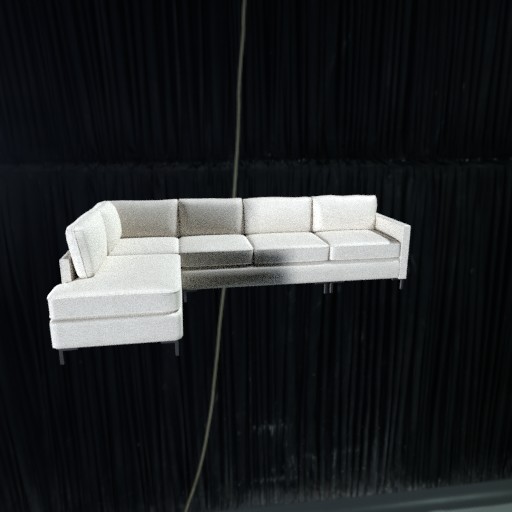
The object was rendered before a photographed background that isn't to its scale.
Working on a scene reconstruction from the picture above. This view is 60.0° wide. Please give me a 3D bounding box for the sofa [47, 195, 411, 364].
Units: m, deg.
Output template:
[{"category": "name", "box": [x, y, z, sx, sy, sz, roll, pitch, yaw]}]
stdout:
[{"category": "sofa", "box": [0.000, 0.000, 4.387, 3.384, 0.996, 2.048, -2, 15, -9]}]
